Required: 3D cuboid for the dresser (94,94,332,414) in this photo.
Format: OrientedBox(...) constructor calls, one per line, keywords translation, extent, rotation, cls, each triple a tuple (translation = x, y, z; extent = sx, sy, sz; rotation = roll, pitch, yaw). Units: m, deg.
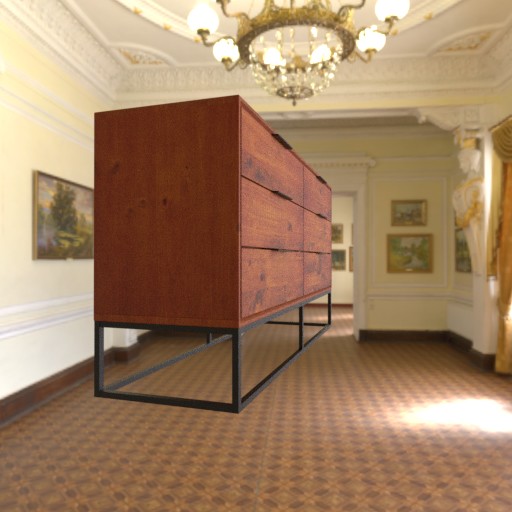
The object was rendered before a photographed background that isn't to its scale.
OrientedBox(translation=(0.000, 0.000, 1.916), extent=(0.464, 0.810, 1.536), rotation=(0, 0, 18), cls="dresser")
